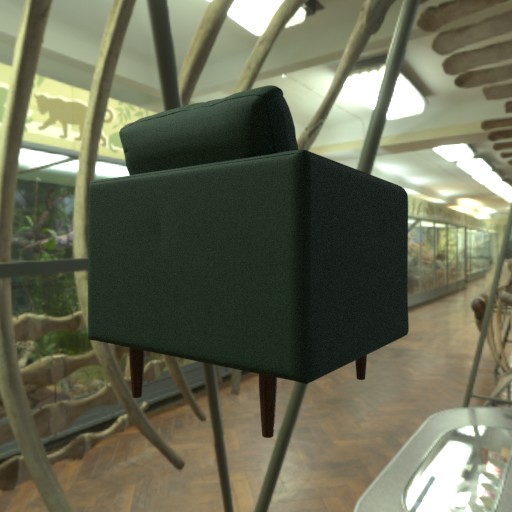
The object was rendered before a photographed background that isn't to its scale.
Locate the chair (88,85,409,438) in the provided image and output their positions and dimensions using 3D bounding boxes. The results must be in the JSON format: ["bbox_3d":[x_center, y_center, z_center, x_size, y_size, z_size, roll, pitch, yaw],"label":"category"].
[{"bbox_3d":[0.000,0.000,1.559,0.855,0.927,0.800,1,1,36],"label":"chair"}]
